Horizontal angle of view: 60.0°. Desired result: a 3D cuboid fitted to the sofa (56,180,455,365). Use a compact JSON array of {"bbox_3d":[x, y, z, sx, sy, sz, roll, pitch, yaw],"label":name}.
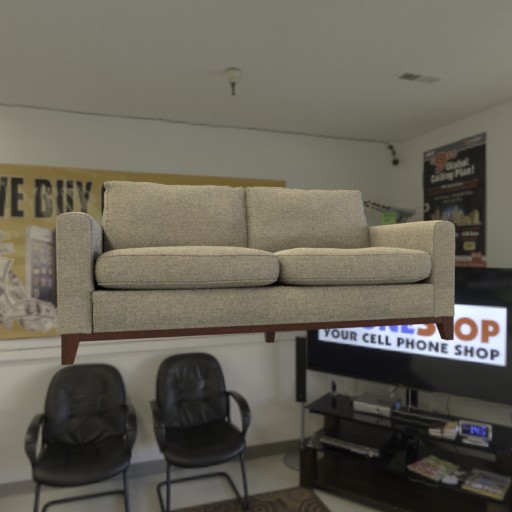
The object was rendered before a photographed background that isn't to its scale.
[{"bbox_3d":[0.000,0.000,2.513,1.978,0.892,0.969,0,0,-16],"label":"sofa"}]
